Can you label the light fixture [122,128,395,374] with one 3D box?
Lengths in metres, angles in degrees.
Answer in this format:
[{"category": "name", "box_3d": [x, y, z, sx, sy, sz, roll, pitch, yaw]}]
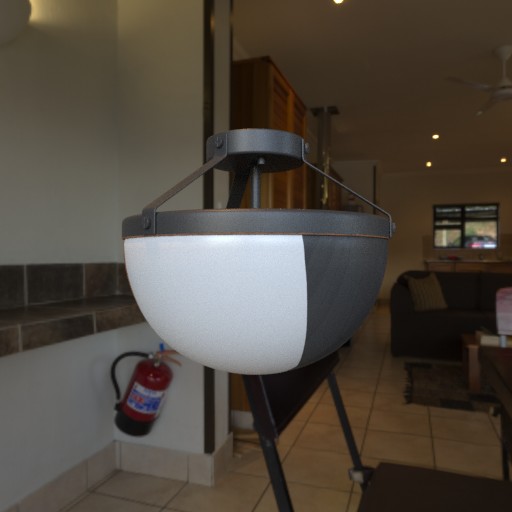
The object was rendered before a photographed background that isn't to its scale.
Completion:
[{"category": "light fixture", "box_3d": [0.000, 0.000, 0.525, 0.304, 0.269, 0.304, 0, 0, 0]}]
